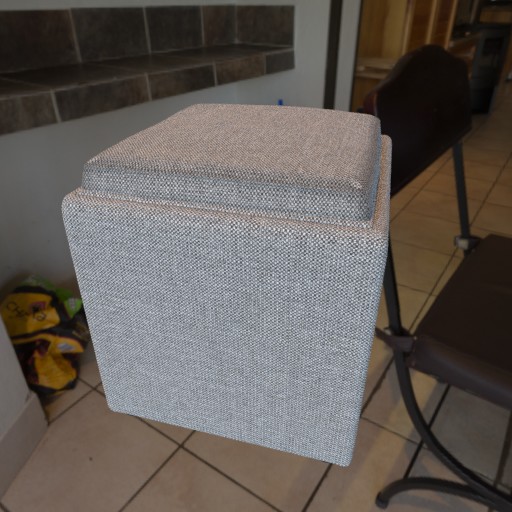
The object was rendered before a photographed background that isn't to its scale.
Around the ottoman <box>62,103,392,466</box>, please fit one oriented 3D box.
[{"bbox_3d":[0.000,0.000,0.823,0.436,0.487,0.454,8,31,13],"label":"ottoman"}]
